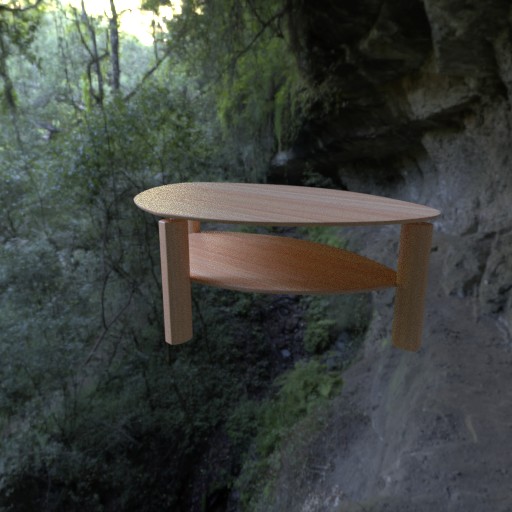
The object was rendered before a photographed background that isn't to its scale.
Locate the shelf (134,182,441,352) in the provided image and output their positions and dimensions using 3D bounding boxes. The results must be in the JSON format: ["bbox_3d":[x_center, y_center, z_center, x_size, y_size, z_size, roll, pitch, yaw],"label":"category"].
[{"bbox_3d":[0.000,0.000,1.682,1.246,0.440,0.845,15,21,43],"label":"shelf"}]
